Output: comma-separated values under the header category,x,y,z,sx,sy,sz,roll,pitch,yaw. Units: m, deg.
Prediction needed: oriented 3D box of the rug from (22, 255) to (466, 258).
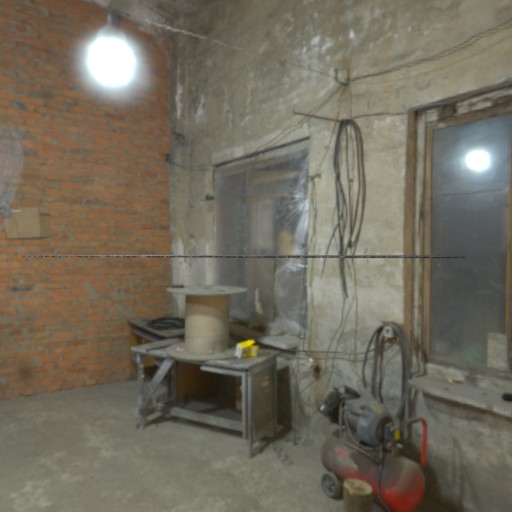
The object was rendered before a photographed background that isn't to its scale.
category,x,y,z,sx,sy,sz,roll,pitch,yaw
rug,0.000,0.000,2.291,1.828,0.005,1.219,0,0,18
